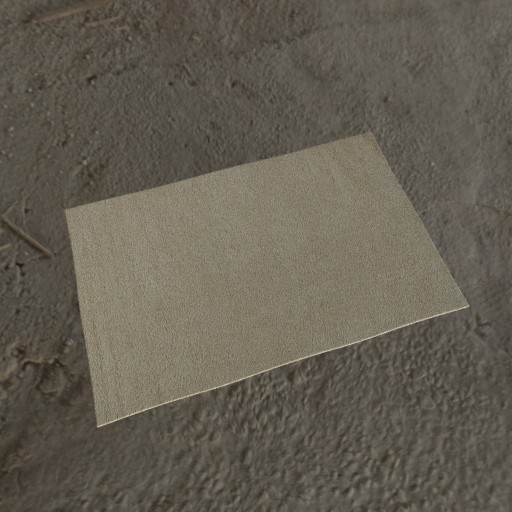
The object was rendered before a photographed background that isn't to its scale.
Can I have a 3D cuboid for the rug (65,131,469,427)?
[{"bbox_3d":[0.000,0.000,2.962,2.346,0.025,1.500,-16,65,-8],"label":"rug"}]
